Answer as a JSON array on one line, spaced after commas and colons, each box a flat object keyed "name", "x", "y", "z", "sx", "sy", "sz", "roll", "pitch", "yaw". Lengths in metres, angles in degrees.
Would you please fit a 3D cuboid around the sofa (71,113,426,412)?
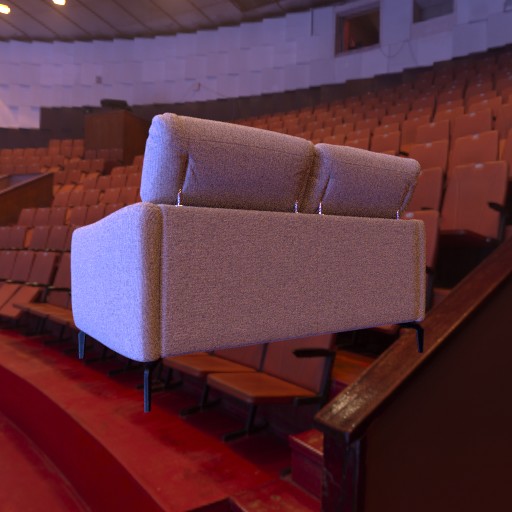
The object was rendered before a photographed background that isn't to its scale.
[{"name": "sofa", "x": 0.000, "y": 0.000, "z": 2.111, "sx": 1.540, "sy": 0.950, "sz": 0.905, "roll": 0, "pitch": 1, "yaw": -35}]
